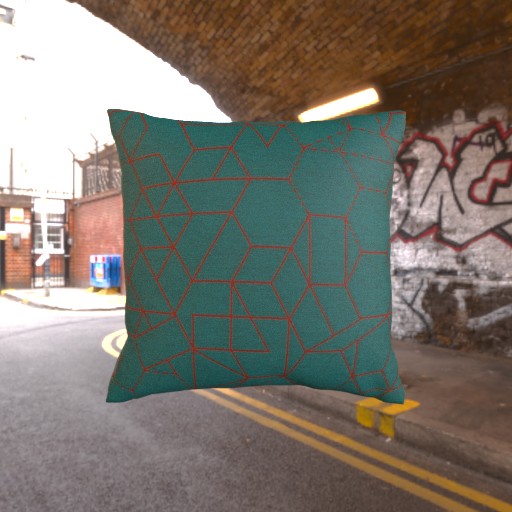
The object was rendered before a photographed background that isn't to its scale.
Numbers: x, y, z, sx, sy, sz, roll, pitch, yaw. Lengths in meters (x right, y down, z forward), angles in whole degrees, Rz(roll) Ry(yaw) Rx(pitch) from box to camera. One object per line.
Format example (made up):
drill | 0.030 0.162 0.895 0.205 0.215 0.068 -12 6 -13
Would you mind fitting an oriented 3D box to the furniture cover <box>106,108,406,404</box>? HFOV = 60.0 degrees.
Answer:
furniture cover | 0.000 0.000 0.767 0.517 0.508 0.158 0 0 0
